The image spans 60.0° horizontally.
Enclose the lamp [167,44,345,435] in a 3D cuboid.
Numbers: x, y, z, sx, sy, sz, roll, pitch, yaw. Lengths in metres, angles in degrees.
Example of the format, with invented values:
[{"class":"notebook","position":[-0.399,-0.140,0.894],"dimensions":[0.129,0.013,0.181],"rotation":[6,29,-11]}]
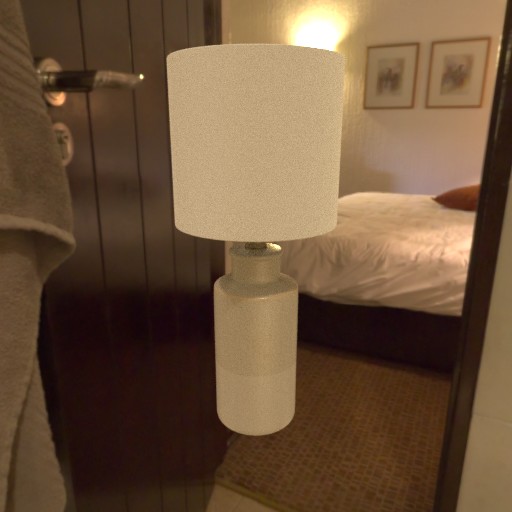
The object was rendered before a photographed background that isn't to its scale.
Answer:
[{"class":"lamp","position":[0.000,0.000,0.603],"dimensions":[0.212,0.493,0.212],"rotation":[-3,16,-10]}]
